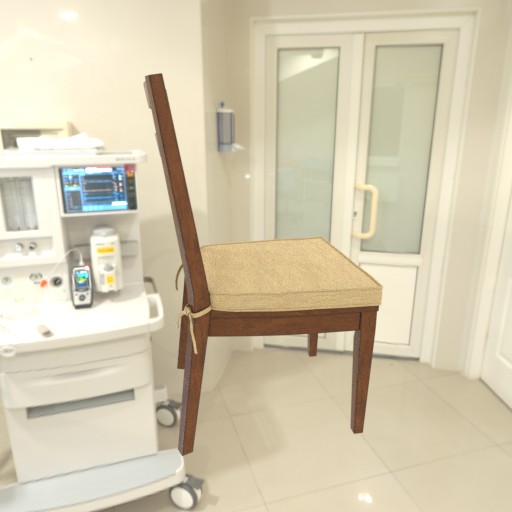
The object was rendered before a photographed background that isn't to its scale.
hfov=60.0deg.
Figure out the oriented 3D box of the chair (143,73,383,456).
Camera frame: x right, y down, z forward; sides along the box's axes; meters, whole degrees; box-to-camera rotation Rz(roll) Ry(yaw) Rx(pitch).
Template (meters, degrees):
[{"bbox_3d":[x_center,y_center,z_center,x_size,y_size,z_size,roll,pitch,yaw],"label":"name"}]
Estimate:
[{"bbox_3d":[0.000,0.000,1.348,0.595,0.979,0.593,-3,17,-10],"label":"chair"}]
